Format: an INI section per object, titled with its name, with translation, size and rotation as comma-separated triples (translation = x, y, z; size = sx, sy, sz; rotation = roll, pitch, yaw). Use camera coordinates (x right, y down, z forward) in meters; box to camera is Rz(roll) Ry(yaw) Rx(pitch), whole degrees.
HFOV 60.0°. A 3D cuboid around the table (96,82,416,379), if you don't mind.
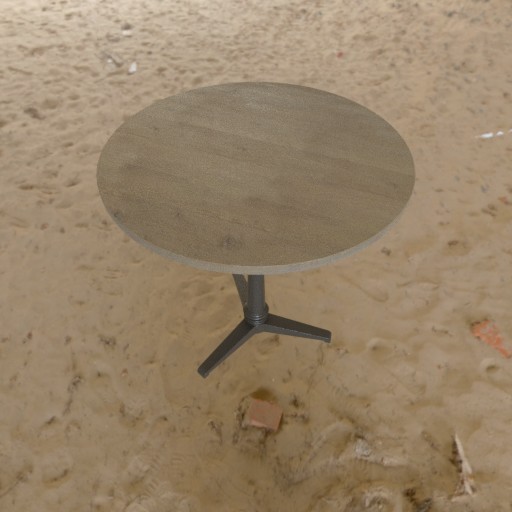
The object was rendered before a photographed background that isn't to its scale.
[table]
translation = 0.000, 0.000, 1.426
size = 0.800, 0.780, 0.800
rotation = 0, 46, 0
